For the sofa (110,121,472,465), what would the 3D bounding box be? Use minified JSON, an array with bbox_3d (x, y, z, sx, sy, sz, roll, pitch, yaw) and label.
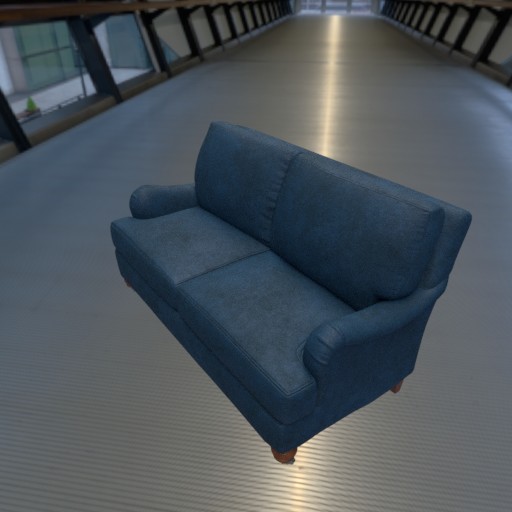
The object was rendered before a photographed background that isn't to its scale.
[{"bbox_3d":[0.000,0.000,2.515,1.084,1.101,1.853,-21,37,-31],"label":"sofa"}]
